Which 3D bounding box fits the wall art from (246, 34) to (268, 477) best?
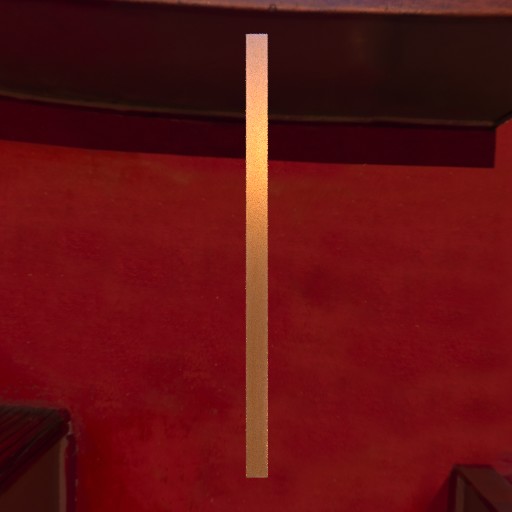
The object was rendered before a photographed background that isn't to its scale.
[{"bbox_3d":[0.000,0.000,1.141,0.037,0.760,0.762,0,90,0],"label":"wall art"}]
